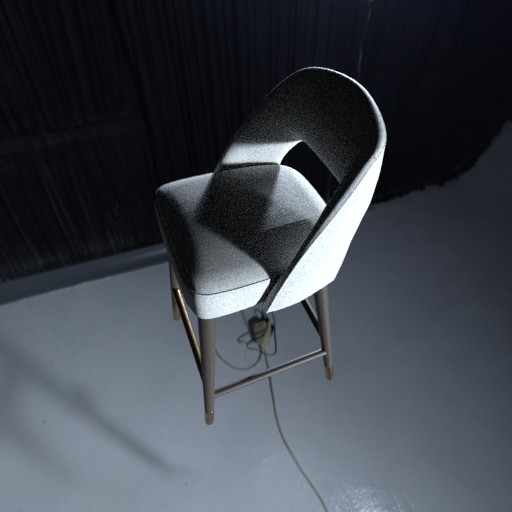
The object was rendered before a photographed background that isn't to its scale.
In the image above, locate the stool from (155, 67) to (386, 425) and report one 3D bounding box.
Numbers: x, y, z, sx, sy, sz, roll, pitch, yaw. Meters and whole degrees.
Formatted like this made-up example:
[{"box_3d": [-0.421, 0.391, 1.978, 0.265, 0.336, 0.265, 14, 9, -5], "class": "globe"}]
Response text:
[{"box_3d": [0.000, 0.000, 1.274, 0.509, 0.940, 0.494, -16, 49, -14], "class": "stool"}]
